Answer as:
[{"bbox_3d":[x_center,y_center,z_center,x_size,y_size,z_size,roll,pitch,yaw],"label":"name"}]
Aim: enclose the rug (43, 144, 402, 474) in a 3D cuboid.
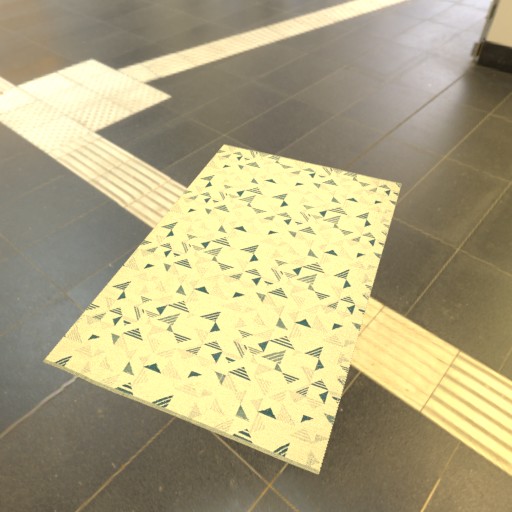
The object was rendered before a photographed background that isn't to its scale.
[{"bbox_3d":[0.000,0.000,2.301,1.206,0.003,1.835,16,48,15],"label":"rug"}]
